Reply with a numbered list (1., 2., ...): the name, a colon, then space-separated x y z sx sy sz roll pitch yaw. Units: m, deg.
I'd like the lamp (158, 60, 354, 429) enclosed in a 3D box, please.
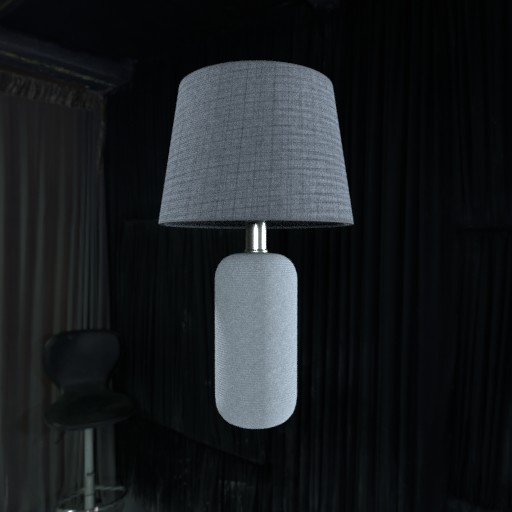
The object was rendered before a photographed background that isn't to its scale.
1. lamp: 0.000 0.000 0.585 0.251 0.429 0.251 0 2 0
